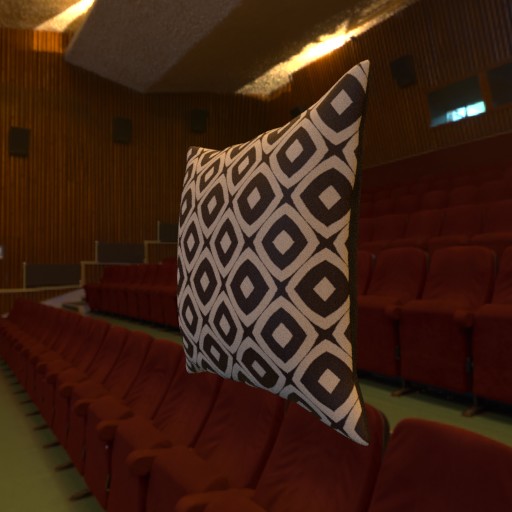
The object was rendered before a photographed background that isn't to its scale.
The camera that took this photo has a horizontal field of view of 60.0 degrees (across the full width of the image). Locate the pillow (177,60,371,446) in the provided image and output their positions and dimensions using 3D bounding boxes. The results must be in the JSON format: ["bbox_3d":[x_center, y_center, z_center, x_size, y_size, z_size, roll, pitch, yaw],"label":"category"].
[{"bbox_3d":[0.000,0.000,0.768,0.188,0.494,0.504,1,-2,-36],"label":"pillow"}]
